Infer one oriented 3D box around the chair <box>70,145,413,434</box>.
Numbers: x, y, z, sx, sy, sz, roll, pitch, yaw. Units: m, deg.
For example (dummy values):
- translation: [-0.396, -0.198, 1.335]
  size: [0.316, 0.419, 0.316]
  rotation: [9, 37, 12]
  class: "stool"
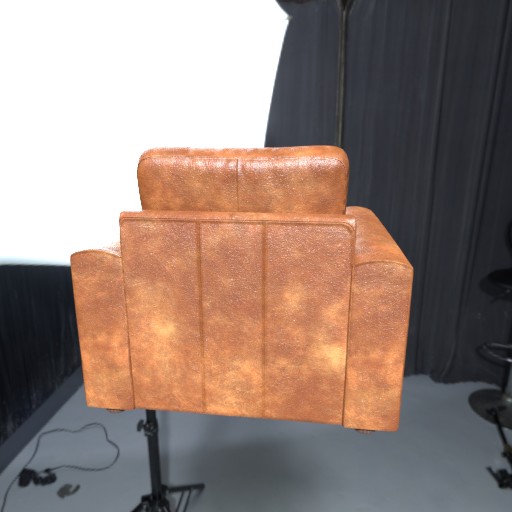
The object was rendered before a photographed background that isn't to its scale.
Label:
- translation: [0.000, 0.000, 1.774]
  size: [1.005, 0.873, 1.016]
  rotation: [2, 15, 7]
  class: "chair"
